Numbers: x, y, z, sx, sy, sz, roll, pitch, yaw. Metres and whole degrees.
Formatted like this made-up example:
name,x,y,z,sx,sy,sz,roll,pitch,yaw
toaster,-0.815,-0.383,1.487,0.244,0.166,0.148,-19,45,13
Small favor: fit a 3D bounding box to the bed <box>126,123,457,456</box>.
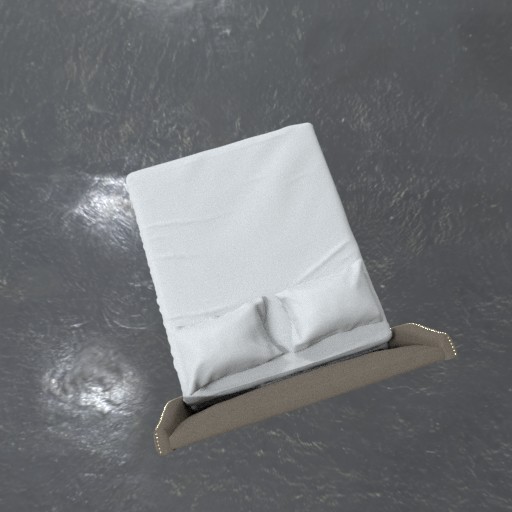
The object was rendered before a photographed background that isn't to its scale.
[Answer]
name,x,y,z,sx,sy,sz,roll,pitch,yaw
bed,0.000,0.000,3.523,1.925,1.332,2.276,-17,77,-4
